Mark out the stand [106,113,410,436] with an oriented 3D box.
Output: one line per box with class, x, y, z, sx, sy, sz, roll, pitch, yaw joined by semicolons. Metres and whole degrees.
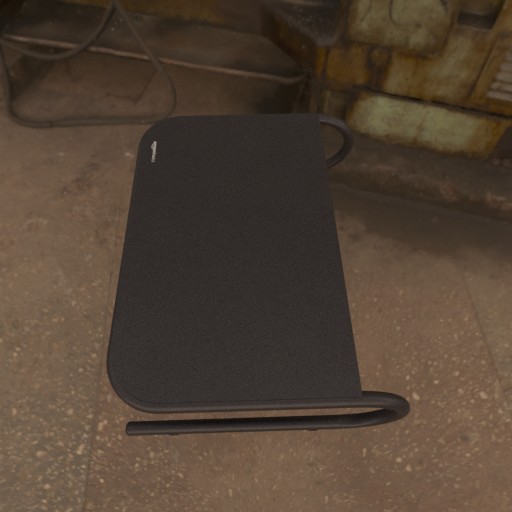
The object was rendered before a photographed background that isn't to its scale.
stand;0.000;0.000;0.516;0.280;0.108;0.370;-2;58;-1
